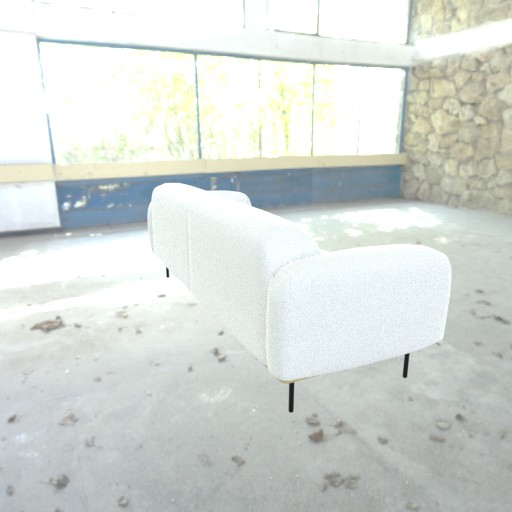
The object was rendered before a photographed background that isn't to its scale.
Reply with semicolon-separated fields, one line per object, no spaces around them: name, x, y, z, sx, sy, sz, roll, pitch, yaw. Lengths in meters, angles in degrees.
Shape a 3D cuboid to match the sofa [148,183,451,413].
sofa;0.000;0.000;2.736;0.870;0.780;2.280;-7;17;-25
